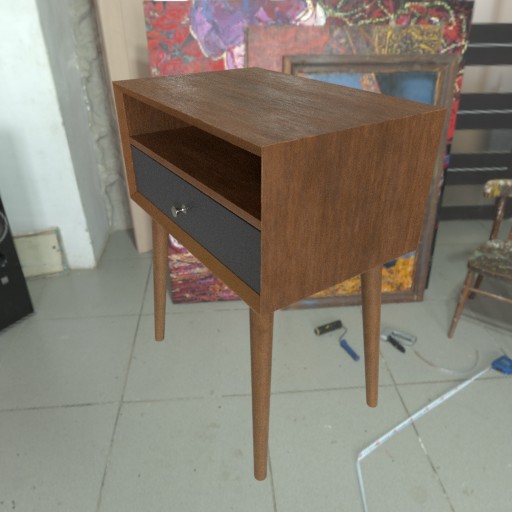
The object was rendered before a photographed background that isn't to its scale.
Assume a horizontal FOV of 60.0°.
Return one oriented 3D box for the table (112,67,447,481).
[{"bbox_3d":[0.000,0.000,0.826,0.307,0.580,0.454,-19,36,-29],"label":"table"}]
